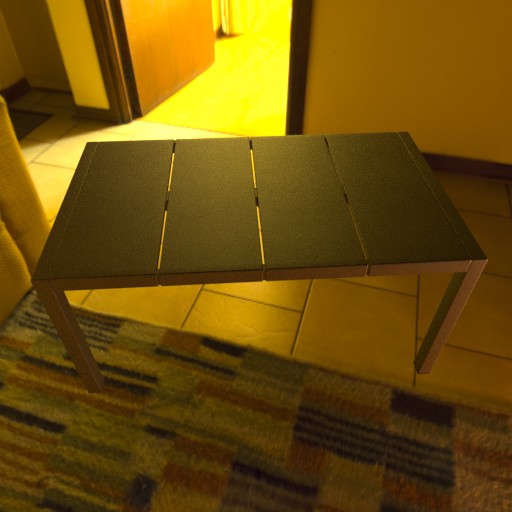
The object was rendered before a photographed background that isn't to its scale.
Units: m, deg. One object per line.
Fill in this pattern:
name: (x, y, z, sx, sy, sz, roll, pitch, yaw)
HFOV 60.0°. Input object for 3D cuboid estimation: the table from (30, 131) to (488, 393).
table: (0.000, 0.000, 1.288, 0.965, 0.460, 0.559, -3, 44, -3)
